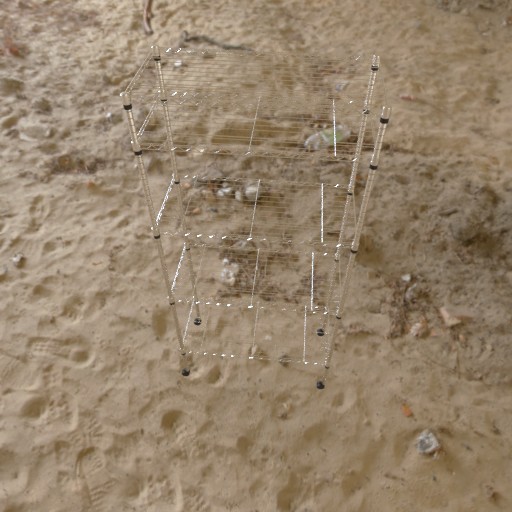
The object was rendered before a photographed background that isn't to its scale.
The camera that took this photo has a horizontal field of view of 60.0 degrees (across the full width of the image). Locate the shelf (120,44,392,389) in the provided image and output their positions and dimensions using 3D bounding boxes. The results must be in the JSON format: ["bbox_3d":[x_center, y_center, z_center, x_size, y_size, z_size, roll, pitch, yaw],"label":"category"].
[{"bbox_3d":[0.000,0.000,1.892,0.762,1.587,0.356,4,47,4],"label":"shelf"}]
